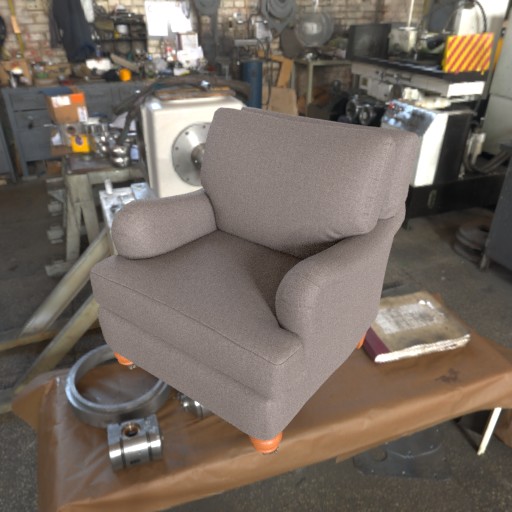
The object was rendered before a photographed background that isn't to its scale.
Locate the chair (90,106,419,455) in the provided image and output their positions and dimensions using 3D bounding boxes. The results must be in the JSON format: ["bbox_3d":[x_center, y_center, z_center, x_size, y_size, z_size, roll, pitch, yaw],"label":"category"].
[{"bbox_3d":[0.000,0.000,1.866,0.955,1.038,1.070,20,36,31],"label":"chair"}]
